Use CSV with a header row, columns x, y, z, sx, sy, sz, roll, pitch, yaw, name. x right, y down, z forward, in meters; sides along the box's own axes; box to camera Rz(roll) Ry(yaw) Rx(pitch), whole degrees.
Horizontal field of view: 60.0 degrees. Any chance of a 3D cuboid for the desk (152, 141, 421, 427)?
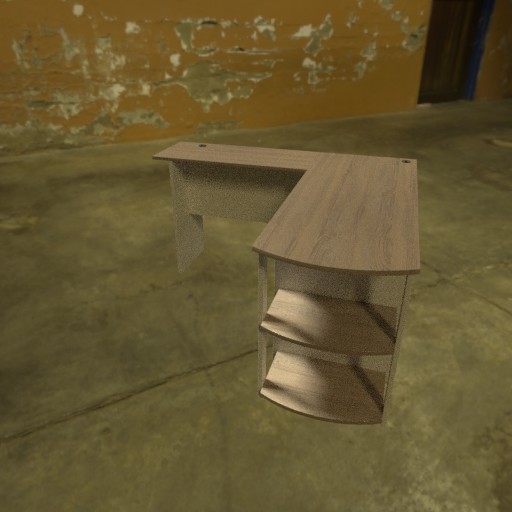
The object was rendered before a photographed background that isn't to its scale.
x,y,z,sx,sy,sz,roll,pitch,yaw,name
0.000,0.000,2.118,1.361,0.716,1.303,8,29,15,desk
